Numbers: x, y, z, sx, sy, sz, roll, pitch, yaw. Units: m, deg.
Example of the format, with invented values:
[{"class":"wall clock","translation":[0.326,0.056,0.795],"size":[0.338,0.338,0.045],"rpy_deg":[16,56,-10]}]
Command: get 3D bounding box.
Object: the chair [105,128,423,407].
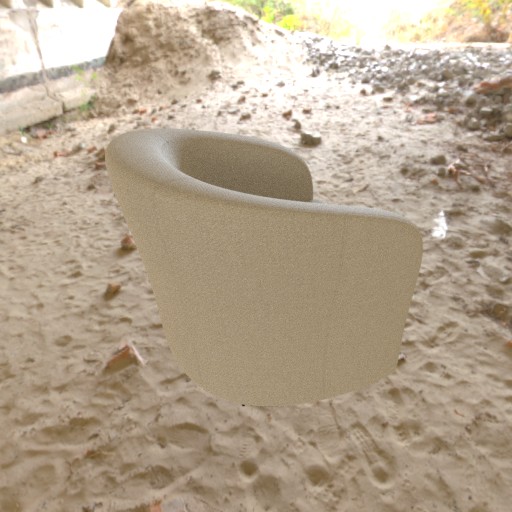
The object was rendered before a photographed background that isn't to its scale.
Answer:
[{"class":"chair","translation":[0.000,0.000,1.424],"size":[0.815,0.771,0.791],"rpy_deg":[-12,32,-19]}]
